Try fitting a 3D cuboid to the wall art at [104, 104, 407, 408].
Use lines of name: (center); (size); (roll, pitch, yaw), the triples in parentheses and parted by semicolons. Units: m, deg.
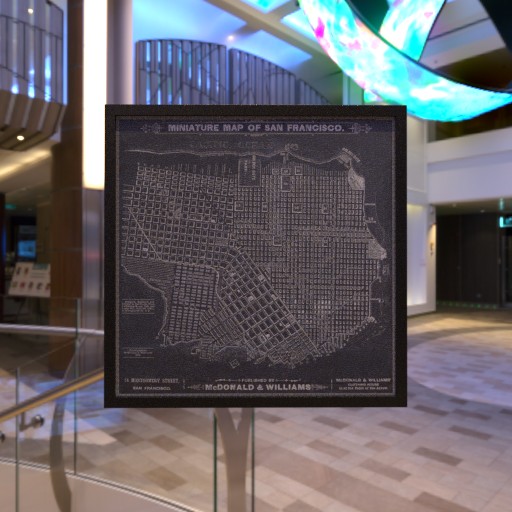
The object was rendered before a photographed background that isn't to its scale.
wall art: (0.000, 0.000, 1.191); (0.807, 0.807, 0.022); (0, 0, 0)
